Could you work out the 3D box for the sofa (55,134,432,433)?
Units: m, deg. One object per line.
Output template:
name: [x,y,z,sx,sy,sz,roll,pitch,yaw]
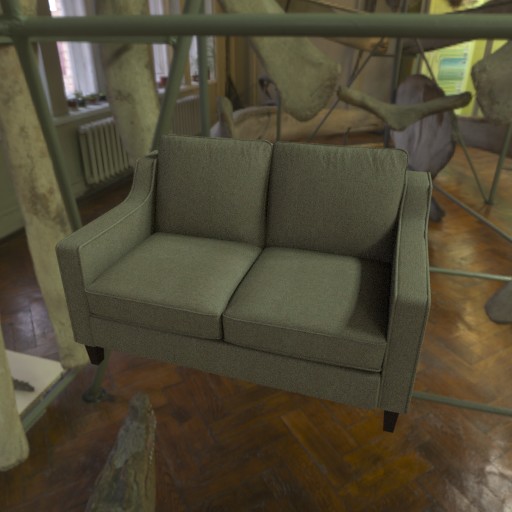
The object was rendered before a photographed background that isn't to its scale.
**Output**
sofa: [0.000,0.000,2.120,1.503,0.981,0.985,8,28,15]
